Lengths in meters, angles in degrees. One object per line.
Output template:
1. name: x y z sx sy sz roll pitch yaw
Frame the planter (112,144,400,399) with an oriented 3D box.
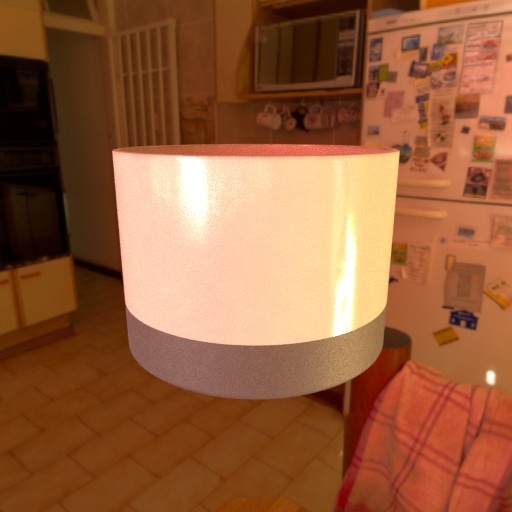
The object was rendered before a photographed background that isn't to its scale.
1. planter: 0.000 0.000 0.221 0.128 0.105 0.128 0 16 0
